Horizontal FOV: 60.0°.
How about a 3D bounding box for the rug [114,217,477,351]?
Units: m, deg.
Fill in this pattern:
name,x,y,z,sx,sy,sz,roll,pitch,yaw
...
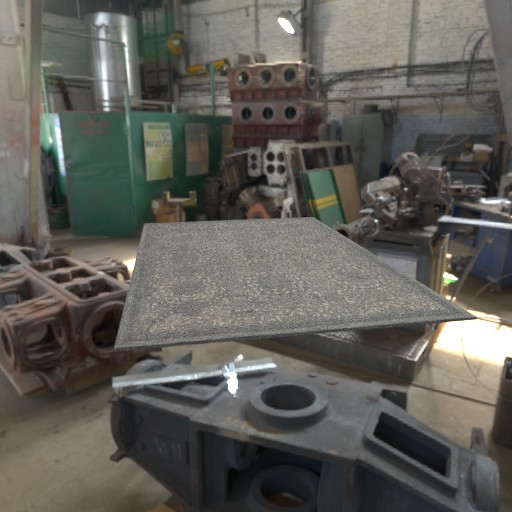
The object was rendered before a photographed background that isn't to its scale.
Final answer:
name,x,y,z,sx,sy,sz,roll,pitch,yaw
rug,0.000,0.000,2.284,1.208,0.012,1.819,-3,16,-10
